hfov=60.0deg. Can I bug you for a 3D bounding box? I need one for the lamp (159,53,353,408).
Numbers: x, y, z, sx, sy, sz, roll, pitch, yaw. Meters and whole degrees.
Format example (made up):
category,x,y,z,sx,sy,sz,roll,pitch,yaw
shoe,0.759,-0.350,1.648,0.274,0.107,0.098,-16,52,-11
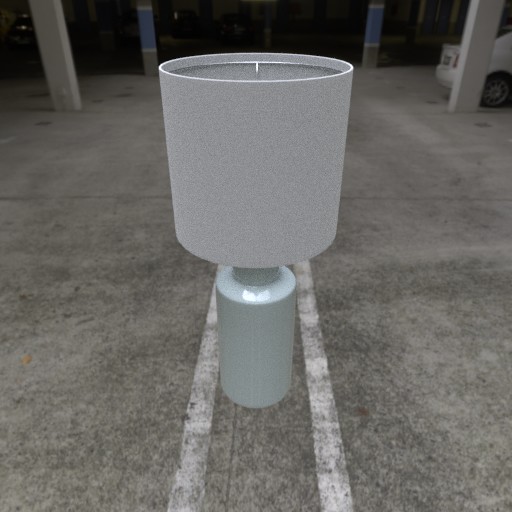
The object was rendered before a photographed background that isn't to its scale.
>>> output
category,x,y,z,sx,sy,sz,roll,pitch,yaw
lamp,0.000,0.000,0.616,0.212,0.493,0.212,0,31,1
